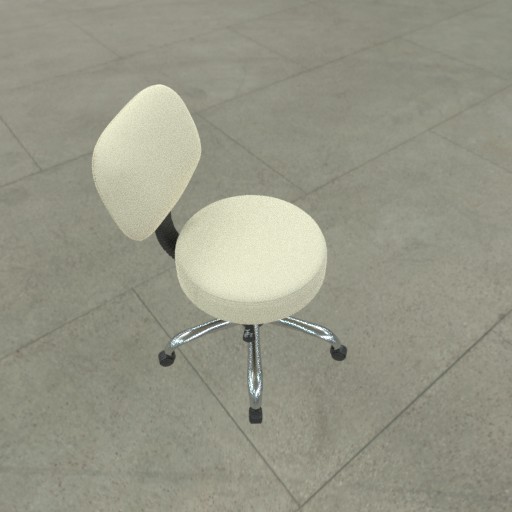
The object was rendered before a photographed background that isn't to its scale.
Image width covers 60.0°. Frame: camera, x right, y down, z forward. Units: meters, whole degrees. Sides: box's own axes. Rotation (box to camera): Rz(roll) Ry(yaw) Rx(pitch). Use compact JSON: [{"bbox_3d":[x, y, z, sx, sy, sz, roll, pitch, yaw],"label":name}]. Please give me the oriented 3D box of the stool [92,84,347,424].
[{"bbox_3d":[0.000,0.000,1.227,0.616,0.810,0.609,12,48,11],"label":"stool"}]
